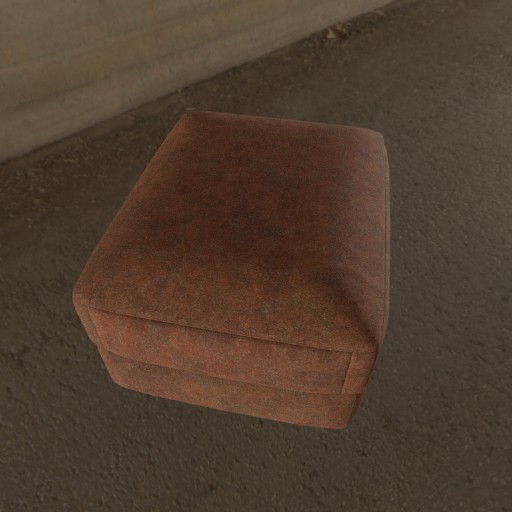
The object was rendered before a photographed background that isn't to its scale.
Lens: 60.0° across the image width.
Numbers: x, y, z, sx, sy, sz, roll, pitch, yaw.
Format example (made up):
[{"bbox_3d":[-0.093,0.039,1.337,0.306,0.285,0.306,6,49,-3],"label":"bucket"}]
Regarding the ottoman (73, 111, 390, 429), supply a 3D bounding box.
[{"bbox_3d":[0.000,0.000,1.177,0.635,0.508,0.787,8,47,8],"label":"ottoman"}]
